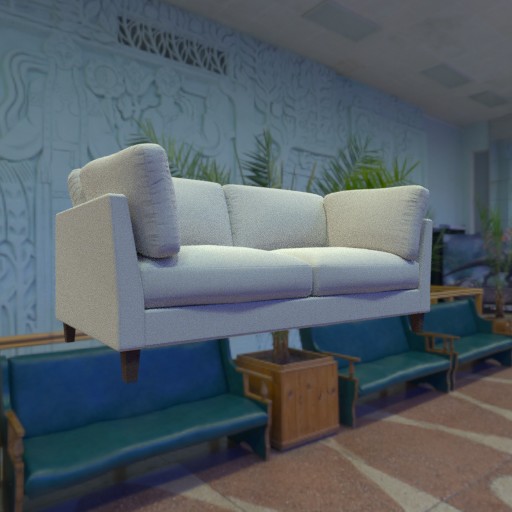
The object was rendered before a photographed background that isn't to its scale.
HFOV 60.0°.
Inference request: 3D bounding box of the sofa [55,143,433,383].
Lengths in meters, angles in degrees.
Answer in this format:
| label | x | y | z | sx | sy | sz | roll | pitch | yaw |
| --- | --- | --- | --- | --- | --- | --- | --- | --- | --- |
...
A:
| label | x | y | z | sx | sy | sz | roll | pitch | yaw |
| --- | --- | --- | --- | --- | --- | --- | --- | --- | --- |
| sofa | 0.000 | 0.000 | 2.277 | 1.776 | 0.836 | 0.970 | 0 | 0 | -36 |
